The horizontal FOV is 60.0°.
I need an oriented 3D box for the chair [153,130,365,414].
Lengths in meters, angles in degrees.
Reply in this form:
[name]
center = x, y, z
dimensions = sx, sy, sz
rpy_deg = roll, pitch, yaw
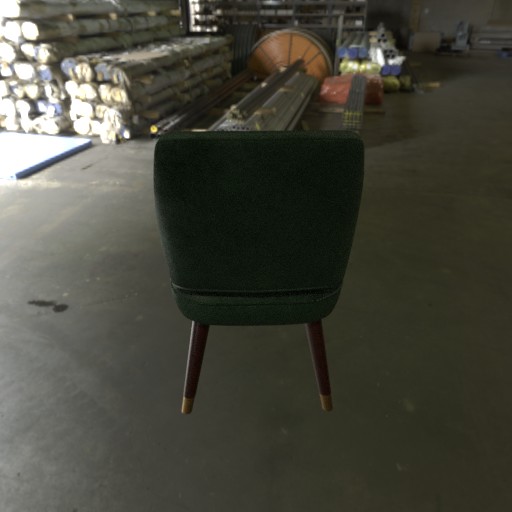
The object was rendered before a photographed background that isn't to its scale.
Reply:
[chair]
center = 0.000, 0.000, 1.599
dimensions = 0.683, 1.081, 0.794
rpy_deg = -1, 30, -1
